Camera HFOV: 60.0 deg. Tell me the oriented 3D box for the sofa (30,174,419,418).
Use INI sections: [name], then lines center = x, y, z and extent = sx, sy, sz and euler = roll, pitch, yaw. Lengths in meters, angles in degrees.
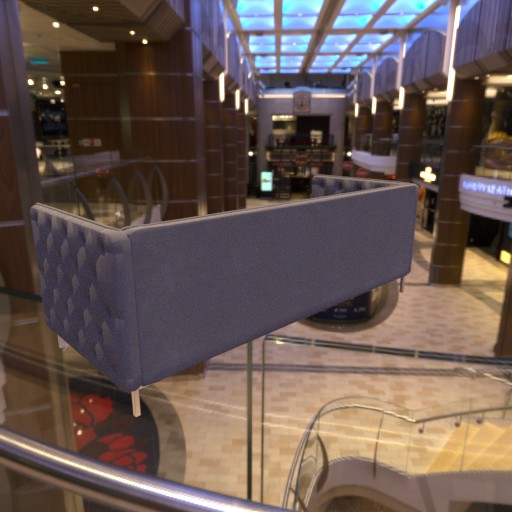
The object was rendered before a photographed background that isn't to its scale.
[sofa]
center = 0.000, 0.000, 2.617
extent = 2.209, 0.771, 0.895
euler = -14, 21, -41
